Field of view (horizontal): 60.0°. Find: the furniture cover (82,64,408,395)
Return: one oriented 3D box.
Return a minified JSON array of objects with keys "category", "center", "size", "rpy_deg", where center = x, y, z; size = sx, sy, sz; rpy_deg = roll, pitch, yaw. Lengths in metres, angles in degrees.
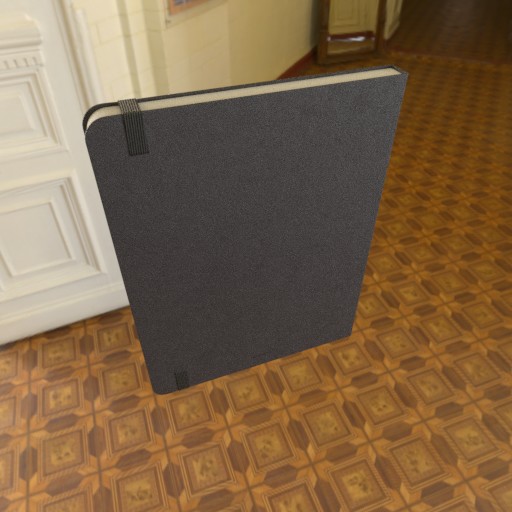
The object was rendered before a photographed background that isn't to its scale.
[{"category":"furniture cover","center":[0.000,0.000,0.372],"size":[0.216,0.281,0.023],"rpy_deg":[-14,43,-16]}]
